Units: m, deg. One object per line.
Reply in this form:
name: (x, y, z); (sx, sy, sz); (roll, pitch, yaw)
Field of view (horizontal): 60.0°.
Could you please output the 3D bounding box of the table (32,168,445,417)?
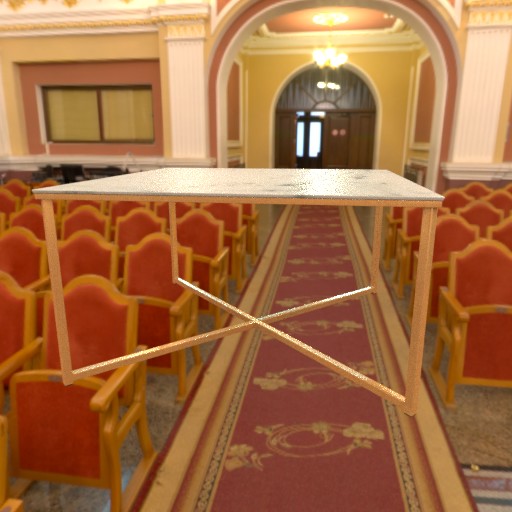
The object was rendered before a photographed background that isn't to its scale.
table: (0.000, 0.000, 1.280); (0.800, 0.450, 0.800); (2, 15, 9)
